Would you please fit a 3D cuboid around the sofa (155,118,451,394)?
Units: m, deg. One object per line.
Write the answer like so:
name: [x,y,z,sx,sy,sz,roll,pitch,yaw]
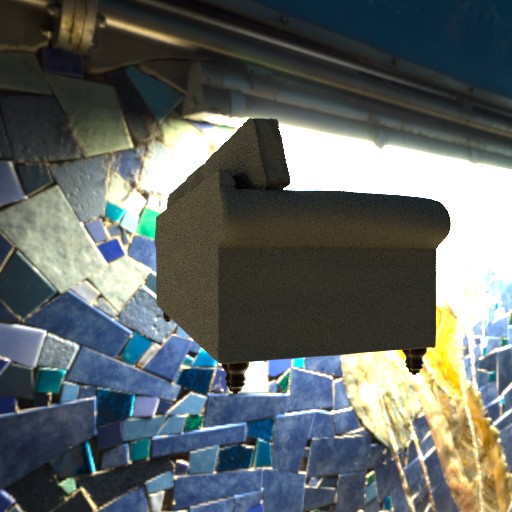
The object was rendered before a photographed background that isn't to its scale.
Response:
sofa: [0.000,0.000,2.513,0.916,0.961,2.084,0,0,-19]
